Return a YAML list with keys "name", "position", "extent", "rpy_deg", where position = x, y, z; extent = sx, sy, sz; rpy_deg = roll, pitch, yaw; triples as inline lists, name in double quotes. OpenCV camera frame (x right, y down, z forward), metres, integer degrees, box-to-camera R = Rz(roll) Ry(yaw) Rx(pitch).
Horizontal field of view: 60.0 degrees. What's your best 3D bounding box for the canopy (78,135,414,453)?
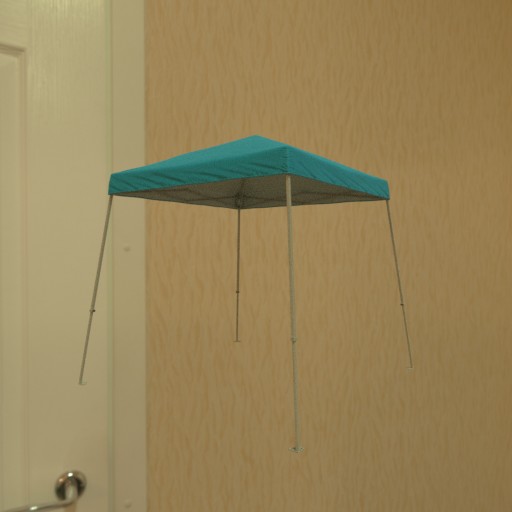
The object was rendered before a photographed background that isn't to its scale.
- name: "canopy"
  position: [0.000, 0.000, 6.624]
  extent: [3.600, 3.600, 3.599]
  rpy_deg: [1, 1, 36]
